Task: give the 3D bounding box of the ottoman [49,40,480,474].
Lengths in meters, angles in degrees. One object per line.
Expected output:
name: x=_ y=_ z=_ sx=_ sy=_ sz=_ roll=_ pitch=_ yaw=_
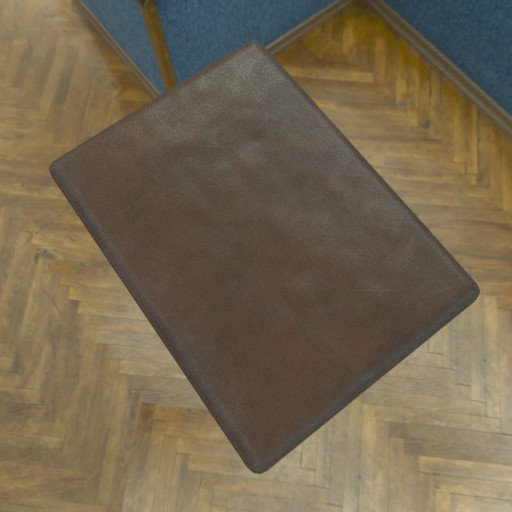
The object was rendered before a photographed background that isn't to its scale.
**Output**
ottoman: x=0.000 y=0.000 z=1.152 sx=0.588 sy=0.509 sz=0.795 roll=-35 pitch=77 yaw=-9
